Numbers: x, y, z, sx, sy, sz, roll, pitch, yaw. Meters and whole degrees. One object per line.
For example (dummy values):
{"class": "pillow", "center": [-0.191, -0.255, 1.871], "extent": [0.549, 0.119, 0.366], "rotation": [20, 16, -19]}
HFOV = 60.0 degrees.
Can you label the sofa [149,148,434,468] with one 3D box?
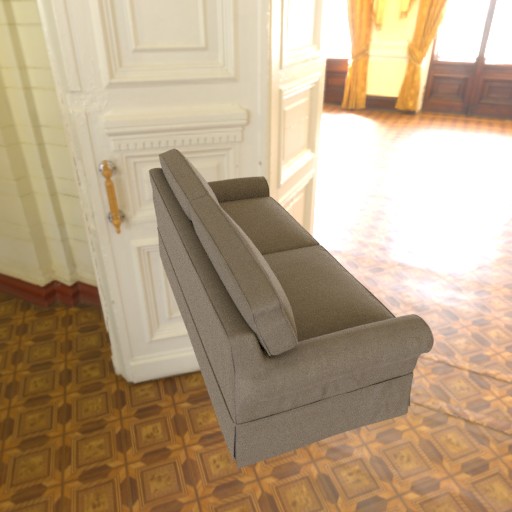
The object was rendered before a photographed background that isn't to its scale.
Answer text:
{"class": "sofa", "center": [0.000, 0.000, 2.827], "extent": [0.991, 0.943, 2.248], "rotation": [-10, 31, -17]}
